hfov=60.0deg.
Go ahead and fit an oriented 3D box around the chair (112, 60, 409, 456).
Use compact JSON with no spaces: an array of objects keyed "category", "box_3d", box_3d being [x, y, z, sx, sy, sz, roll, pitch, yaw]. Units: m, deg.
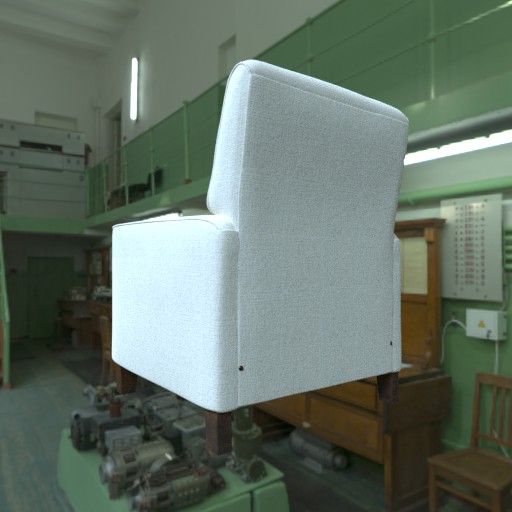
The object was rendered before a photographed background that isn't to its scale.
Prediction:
[{"category":"chair","box_3d":[0.000,0.000,1.617,0.841,1.028,0.858,1,-2,-37]}]
